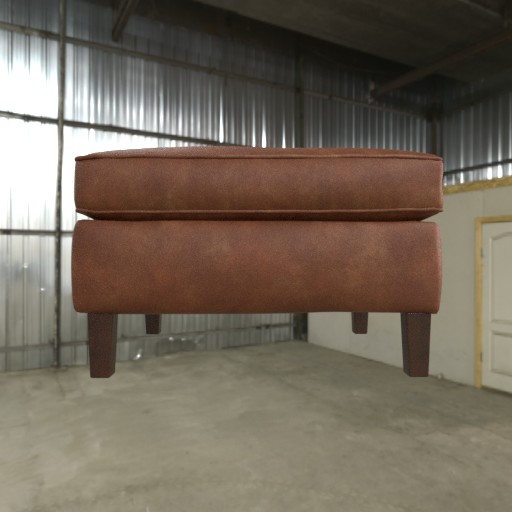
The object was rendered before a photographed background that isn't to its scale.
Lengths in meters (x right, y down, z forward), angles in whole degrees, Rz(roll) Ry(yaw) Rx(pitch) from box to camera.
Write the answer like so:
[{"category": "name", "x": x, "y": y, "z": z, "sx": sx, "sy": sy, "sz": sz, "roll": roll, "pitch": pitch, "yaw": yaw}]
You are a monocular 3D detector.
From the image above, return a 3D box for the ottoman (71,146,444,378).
[{"category": "ottoman", "x": 0.000, "y": 0.000, "z": 0.985, "sx": 0.665, "sy": 0.418, "sz": 0.501, "roll": 0, "pitch": 0, "yaw": -1}]
